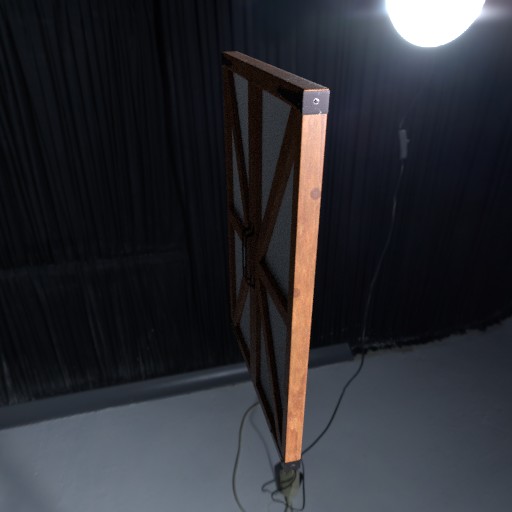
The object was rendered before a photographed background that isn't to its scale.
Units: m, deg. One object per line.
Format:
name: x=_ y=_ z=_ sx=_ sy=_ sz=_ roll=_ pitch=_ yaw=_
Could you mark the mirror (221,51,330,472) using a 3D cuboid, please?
mirror: x=0.000 y=0.000 z=0.957 sx=0.053 sy=0.761 sz=0.517 roll=-8 pitch=31 yaw=-13
